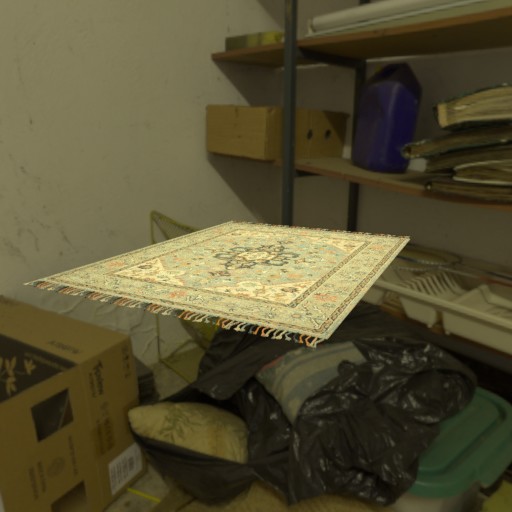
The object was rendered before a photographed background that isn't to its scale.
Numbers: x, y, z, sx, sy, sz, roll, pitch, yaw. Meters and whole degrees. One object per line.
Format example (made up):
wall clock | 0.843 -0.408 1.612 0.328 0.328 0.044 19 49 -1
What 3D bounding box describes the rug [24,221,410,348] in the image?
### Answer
rug | 0.000 0.000 3.501 1.971 0.010 2.651 7 16 26
